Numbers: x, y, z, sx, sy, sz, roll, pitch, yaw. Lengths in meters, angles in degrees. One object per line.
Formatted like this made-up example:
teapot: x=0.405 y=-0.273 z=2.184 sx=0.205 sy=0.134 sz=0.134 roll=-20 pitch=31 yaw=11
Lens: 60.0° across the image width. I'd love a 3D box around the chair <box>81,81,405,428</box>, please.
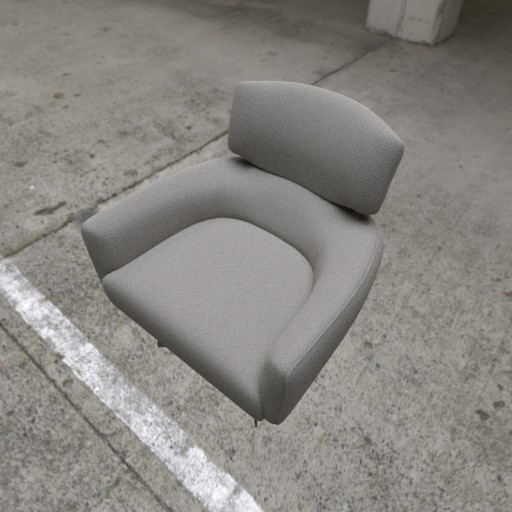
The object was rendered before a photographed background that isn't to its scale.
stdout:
chair: x=0.000 y=0.000 z=1.362 sx=0.760 sy=0.810 sz=0.730 roll=31 pitch=53 yaw=27
